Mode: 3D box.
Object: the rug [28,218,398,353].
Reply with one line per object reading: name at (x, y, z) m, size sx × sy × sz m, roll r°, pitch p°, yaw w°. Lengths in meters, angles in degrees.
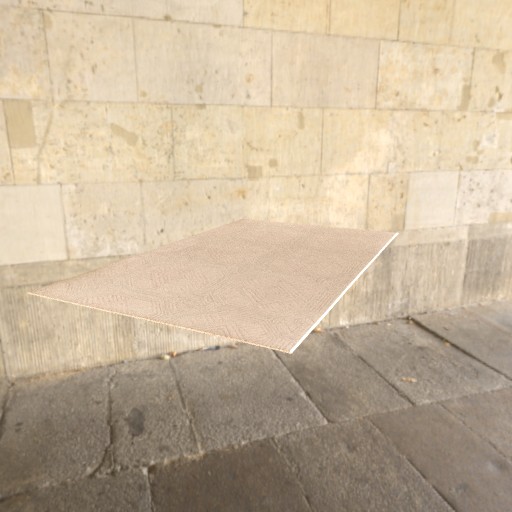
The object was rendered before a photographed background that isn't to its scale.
rug at (0.000, 0.000, 3.101) m, size 1.524 × 0.008 × 2.440 m, roll 7°, pitch 17°, yaw 26°
